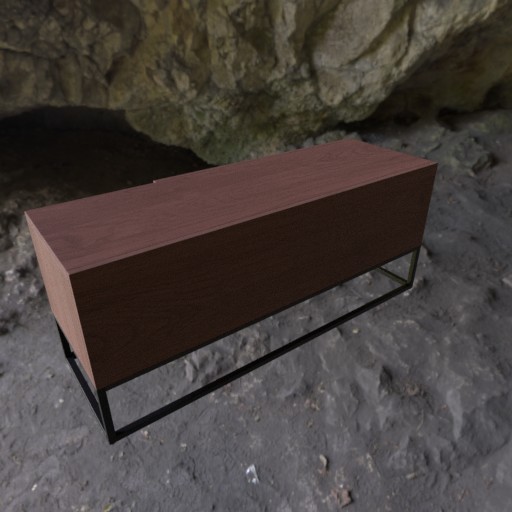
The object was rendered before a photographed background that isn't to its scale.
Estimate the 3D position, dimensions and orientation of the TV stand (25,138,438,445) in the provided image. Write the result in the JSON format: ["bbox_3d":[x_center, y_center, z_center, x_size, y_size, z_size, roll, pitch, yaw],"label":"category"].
[{"bbox_3d":[0.000,0.000,1.432,1.200,0.500,0.415,-20,35,-31],"label":"TV stand"}]
